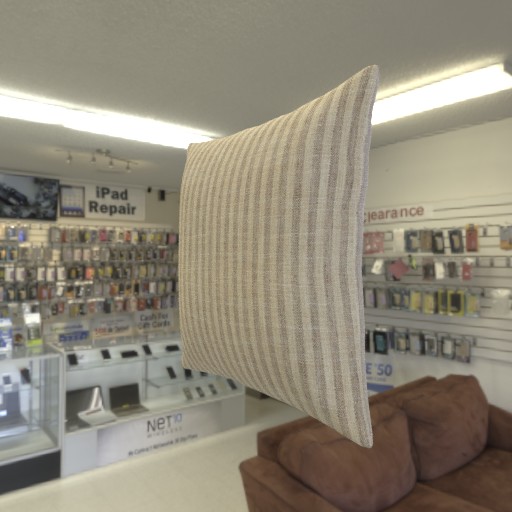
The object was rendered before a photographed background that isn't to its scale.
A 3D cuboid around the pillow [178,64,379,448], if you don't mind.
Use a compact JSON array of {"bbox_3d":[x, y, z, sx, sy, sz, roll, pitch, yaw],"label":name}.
[{"bbox_3d":[0.000,0.000,0.794,0.166,0.510,0.523,0,0,-37],"label":"pillow"}]
